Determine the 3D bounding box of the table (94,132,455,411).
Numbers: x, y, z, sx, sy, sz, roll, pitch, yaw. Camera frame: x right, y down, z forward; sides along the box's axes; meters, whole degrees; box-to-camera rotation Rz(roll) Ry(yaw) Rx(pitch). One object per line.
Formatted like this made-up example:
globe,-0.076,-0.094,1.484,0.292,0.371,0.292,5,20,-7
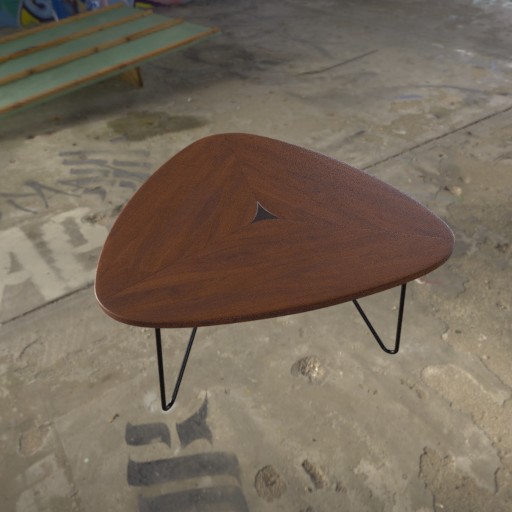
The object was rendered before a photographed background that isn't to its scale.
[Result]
table,0.000,0.000,1.313,0.833,0.413,0.821,-10,41,-12
